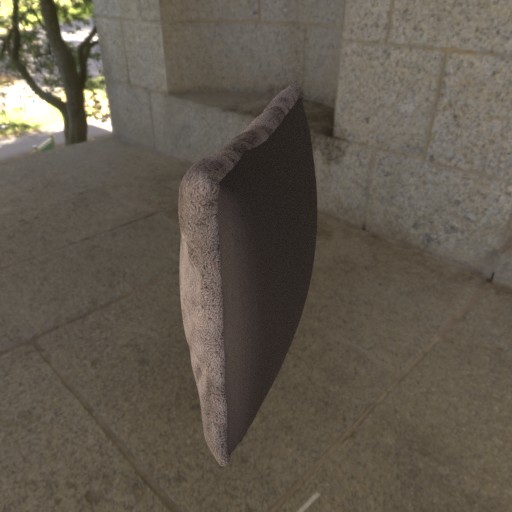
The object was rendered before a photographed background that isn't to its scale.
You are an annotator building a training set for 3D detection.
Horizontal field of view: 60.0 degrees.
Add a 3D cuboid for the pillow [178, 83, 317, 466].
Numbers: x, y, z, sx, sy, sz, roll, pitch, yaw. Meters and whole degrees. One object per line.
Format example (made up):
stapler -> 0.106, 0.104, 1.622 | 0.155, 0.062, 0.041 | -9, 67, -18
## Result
pillow -> 0.000, 0.000, 0.814 | 0.204, 0.520, 0.522 | 8, 32, 13
